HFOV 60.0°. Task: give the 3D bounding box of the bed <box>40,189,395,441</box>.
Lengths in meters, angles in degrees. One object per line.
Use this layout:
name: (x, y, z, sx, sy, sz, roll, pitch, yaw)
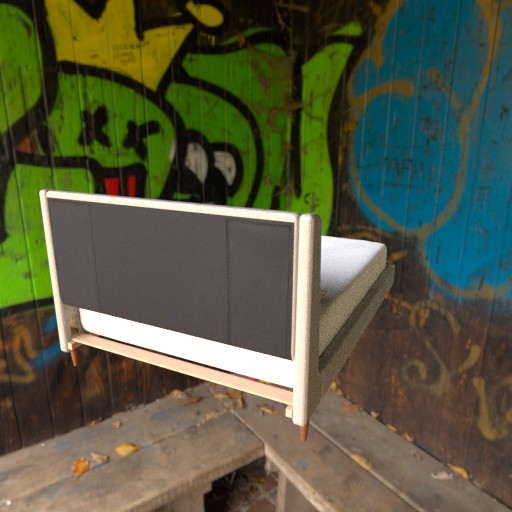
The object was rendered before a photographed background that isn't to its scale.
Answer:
bed: (0.000, 0.000, 3.266, 1.656, 1.147, 2.232, 8, 18, 26)
